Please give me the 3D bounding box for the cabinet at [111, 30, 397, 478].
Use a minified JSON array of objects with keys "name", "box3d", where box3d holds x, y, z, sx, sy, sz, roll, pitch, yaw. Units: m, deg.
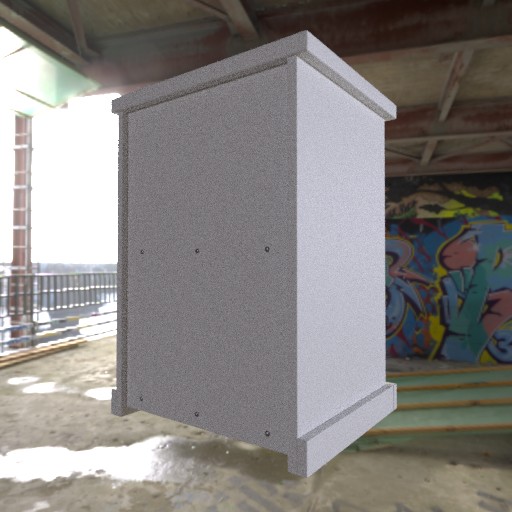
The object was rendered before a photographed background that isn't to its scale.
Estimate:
[{"name":"cabinet","box3d":[0.000,0.000,1.036,0.520,0.723,0.431,-1,-1,36]}]
